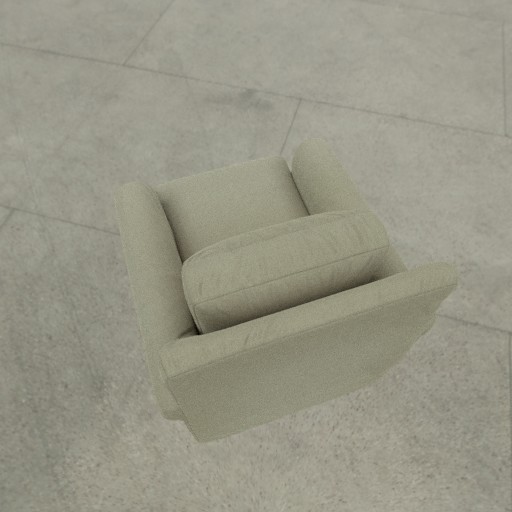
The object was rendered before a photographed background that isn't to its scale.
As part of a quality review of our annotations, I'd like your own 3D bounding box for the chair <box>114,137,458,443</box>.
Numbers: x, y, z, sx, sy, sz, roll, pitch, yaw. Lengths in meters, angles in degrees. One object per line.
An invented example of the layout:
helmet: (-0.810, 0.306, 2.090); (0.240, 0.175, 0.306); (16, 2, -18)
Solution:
chair: (0.000, 0.000, 1.699); (0.940, 0.866, 1.066); (-16, 58, -10)
